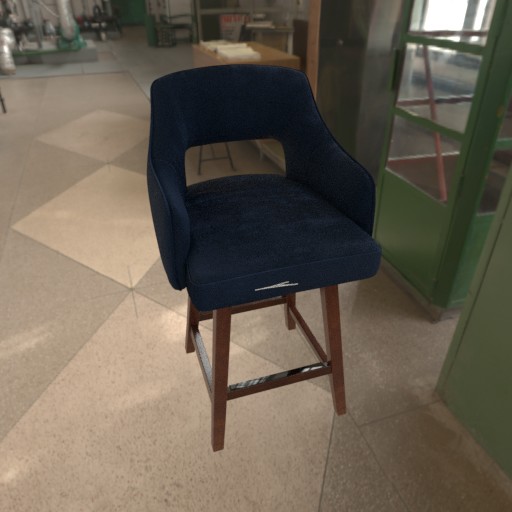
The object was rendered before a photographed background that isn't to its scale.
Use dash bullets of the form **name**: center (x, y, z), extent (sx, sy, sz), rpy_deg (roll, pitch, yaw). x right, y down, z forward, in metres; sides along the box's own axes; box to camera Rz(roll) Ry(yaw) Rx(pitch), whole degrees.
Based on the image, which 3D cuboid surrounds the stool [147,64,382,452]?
- **stool**: center (0.000, 0.000, 1.272), extent (0.550, 0.940, 0.560), rpy_deg (-10, 34, -15)
